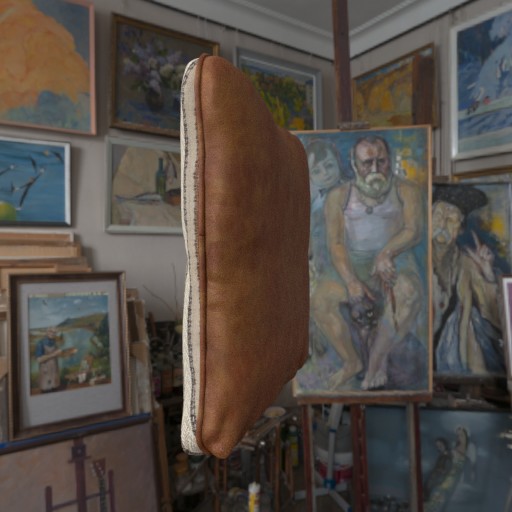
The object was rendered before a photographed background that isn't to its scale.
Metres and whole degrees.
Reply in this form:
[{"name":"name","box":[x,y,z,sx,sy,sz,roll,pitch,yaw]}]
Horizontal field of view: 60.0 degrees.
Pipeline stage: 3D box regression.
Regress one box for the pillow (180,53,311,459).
[{"name":"pillow","box":[0.000,0.000,0.738,0.130,0.490,0.489,0,1,18]}]
